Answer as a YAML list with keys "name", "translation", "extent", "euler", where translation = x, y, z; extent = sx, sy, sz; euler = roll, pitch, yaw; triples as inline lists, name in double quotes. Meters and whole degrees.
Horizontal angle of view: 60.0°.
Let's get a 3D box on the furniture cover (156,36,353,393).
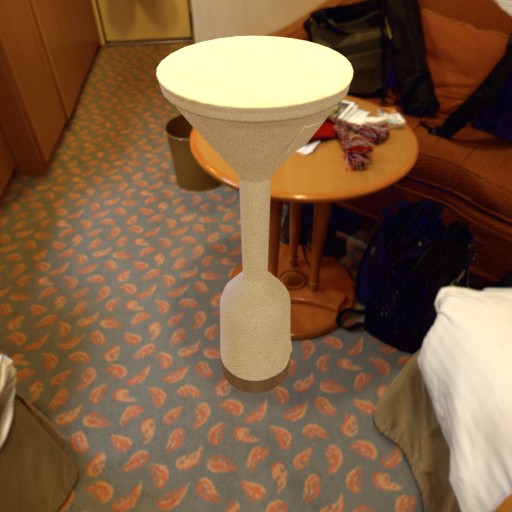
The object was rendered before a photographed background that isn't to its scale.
- name: "furniture cover"
  translation: [0.000, 0.000, 2.881]
  extent: [0.914, 2.413, 0.914]
  euler: [26, 49, 26]
